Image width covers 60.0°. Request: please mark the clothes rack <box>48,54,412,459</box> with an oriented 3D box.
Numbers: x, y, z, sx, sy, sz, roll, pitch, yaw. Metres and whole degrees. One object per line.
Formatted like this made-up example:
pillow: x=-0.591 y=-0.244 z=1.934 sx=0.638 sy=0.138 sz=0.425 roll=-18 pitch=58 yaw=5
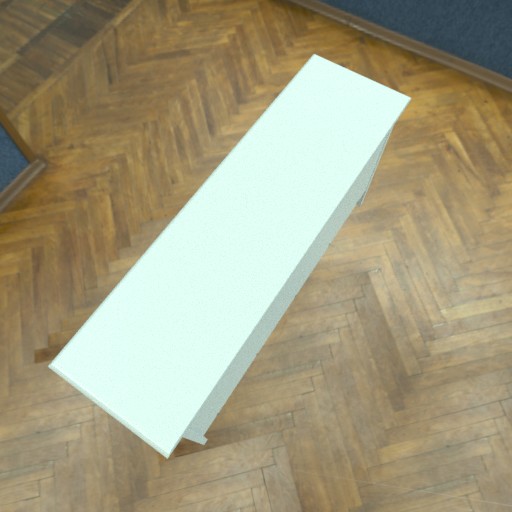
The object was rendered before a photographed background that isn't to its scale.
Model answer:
clothes rack: x=0.000 y=0.000 z=1.332 sx=0.324 sy=0.531 sz=1.120 roll=31 pitch=69 yaw=14
